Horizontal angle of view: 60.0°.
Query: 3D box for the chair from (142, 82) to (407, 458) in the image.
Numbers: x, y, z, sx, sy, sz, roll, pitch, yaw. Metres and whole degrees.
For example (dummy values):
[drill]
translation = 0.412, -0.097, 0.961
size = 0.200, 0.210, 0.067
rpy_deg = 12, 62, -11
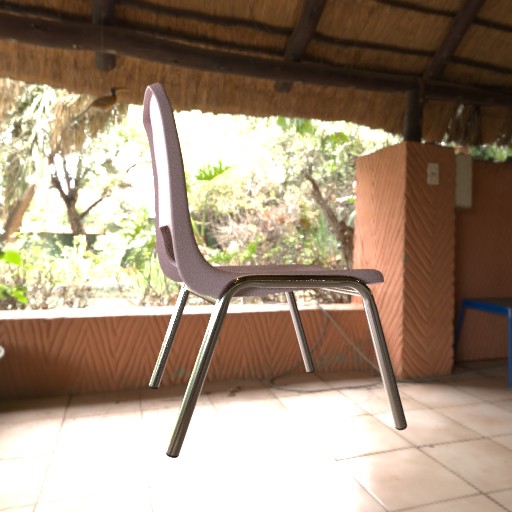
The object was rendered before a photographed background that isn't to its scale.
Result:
[chair]
translation = 0.000, 0.000, 0.790
size = 0.385, 0.536, 0.354
rpy_deg = 0, 1, -18
